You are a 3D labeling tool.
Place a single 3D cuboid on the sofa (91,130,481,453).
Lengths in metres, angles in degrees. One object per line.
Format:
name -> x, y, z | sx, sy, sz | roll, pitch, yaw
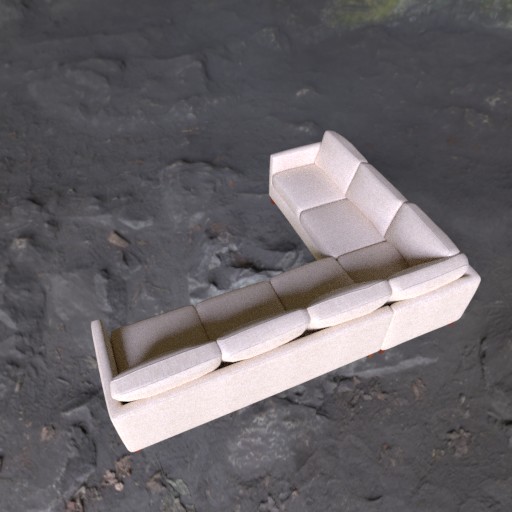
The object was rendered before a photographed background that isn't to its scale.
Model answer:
sofa -> 0.000, 0.000, 4.451 | 3.302, 0.947, 2.593 | -17, 48, -16
